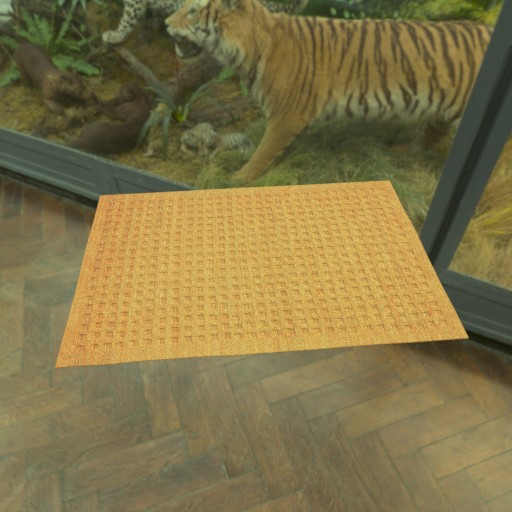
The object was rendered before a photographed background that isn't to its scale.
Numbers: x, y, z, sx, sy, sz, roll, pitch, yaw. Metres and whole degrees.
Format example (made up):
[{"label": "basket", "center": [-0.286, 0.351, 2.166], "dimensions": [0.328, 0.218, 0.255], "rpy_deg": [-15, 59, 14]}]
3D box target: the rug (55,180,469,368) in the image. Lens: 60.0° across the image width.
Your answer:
[{"label": "rug", "center": [0.000, 0.000, 2.261], "dimensions": [1.747, 0.006, 1.143], "rpy_deg": [-3, 46, -3]}]
